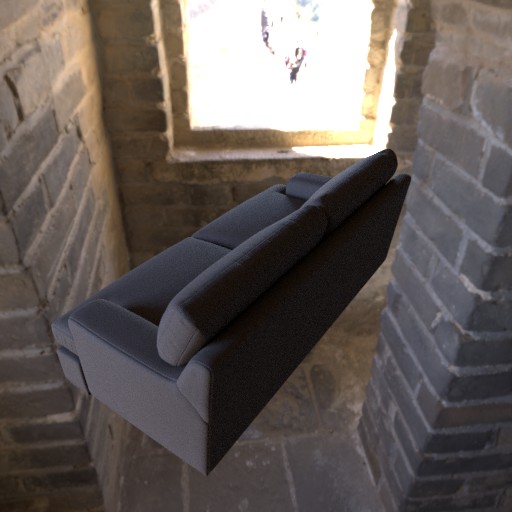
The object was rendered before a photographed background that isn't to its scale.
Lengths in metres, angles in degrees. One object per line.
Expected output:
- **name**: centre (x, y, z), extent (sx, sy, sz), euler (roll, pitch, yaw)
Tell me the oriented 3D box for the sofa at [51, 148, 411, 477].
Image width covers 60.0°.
- **sofa**: centre (0.000, 0.000, 2.754), extent (1.140, 0.950, 2.271), euler (21, 38, 29)
